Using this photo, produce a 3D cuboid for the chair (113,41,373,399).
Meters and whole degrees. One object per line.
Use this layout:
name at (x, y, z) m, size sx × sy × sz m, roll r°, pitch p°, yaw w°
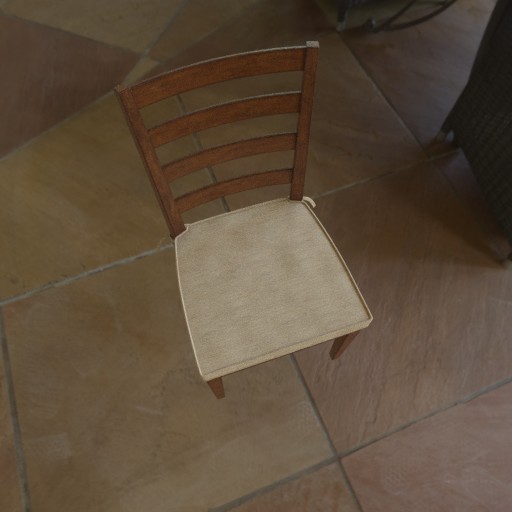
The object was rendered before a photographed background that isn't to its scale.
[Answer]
chair at (0.000, 0.000, 1.354) m, size 0.593 × 0.979 × 0.595 m, roll -17°, pitch 64°, yaw -8°
